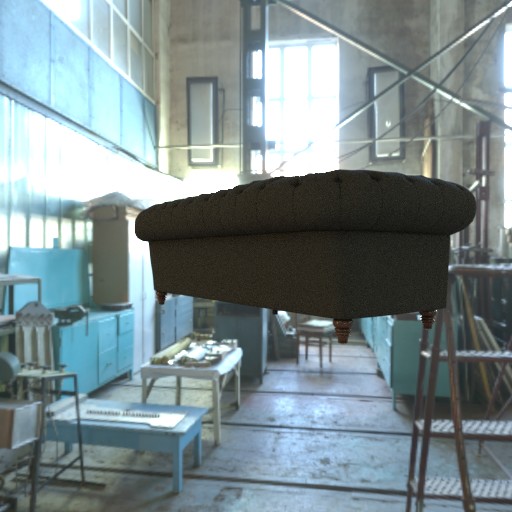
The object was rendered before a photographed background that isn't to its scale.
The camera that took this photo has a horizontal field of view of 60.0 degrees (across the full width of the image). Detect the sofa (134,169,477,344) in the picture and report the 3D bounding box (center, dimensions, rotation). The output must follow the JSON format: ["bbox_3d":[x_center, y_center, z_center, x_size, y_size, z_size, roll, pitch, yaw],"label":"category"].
[{"bbox_3d":[0.000,0.000,2.803,0.991,0.762,2.362,0,0,-36],"label":"sofa"}]
